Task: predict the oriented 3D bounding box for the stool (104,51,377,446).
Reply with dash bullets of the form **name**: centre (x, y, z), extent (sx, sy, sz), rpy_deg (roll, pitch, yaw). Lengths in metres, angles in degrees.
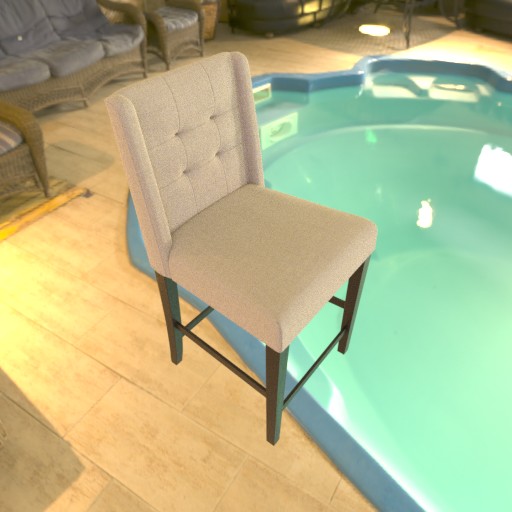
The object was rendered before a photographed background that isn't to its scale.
- **stool**: centre (0.000, 0.000, 1.260), extent (0.509, 0.939, 0.474), rpy_deg (27, 47, 28)
